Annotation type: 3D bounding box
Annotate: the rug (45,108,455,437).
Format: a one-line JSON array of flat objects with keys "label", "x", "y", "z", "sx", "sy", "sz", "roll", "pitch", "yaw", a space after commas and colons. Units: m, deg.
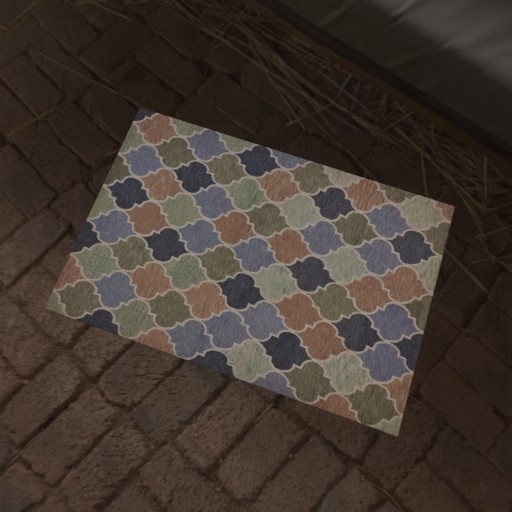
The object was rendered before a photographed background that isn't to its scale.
[{"label": "rug", "x": 0.000, "y": 0.000, "z": 2.877, "sx": 2.284, "sy": 0.006, "sz": 1.521, "roll": 19, "pitch": 76, "yaw": 5}]
